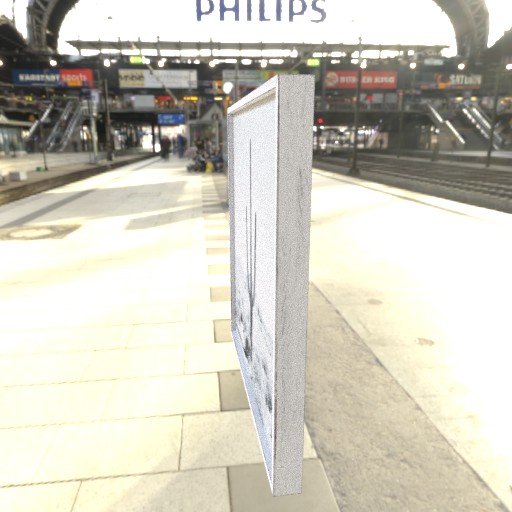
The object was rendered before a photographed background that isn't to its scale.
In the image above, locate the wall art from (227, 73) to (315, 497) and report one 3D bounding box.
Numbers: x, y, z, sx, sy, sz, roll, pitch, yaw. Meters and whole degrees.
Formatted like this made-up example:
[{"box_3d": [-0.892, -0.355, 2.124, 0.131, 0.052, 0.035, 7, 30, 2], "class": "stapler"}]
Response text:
[{"box_3d": [0.000, 0.000, 0.751, 0.038, 0.508, 0.508, -2, 15, -9], "class": "wall art"}]
